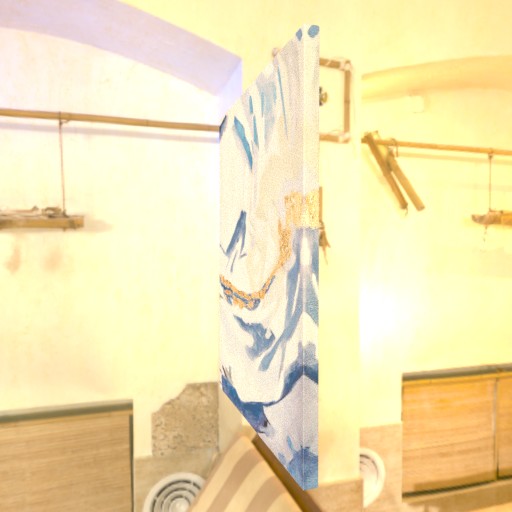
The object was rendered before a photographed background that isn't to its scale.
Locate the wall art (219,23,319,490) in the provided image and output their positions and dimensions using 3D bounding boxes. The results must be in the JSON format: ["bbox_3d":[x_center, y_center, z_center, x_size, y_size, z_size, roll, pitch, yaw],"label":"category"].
[{"bbox_3d":[0.000,0.000,1.325,0.038,1.015,0.761,0,1,-19],"label":"wall art"}]
